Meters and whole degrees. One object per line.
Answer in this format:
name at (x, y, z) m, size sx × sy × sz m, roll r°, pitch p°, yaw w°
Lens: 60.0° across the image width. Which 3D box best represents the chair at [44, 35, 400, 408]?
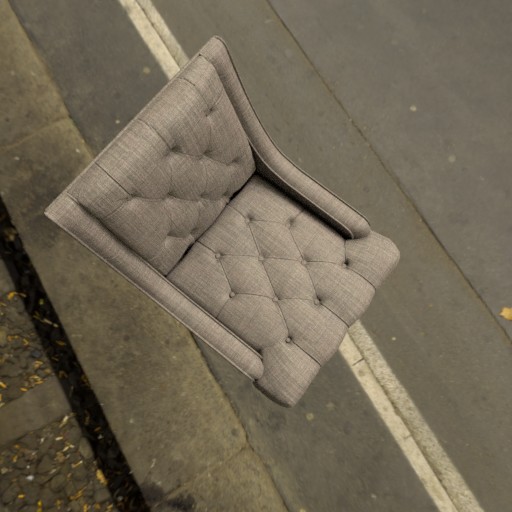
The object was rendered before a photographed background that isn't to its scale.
chair at (0.000, 0.000, 1.445) m, size 0.771 × 0.891 × 0.655 m, roll 37°, pitch 78°, yaw 9°
